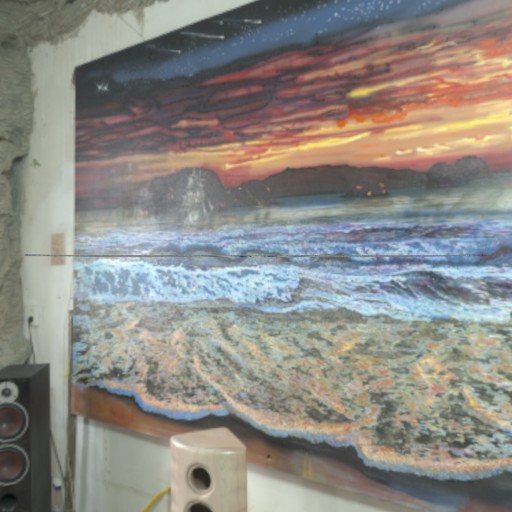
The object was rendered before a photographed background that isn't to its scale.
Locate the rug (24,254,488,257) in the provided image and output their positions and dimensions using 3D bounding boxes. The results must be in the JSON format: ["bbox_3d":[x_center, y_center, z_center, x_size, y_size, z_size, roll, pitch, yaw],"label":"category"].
[{"bbox_3d":[0.000,0.000,2.609,2.108,0.009,1.248,0,0,0],"label":"rug"}]
